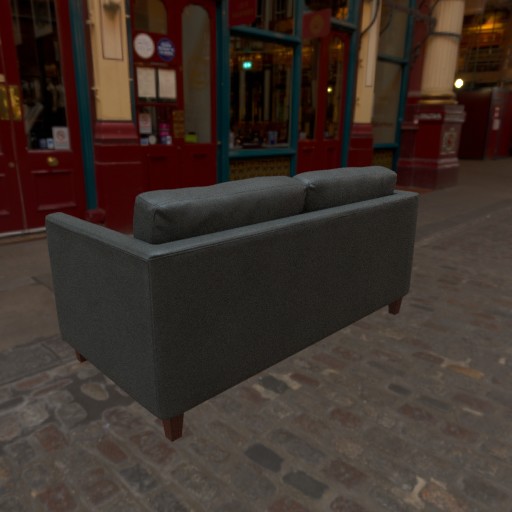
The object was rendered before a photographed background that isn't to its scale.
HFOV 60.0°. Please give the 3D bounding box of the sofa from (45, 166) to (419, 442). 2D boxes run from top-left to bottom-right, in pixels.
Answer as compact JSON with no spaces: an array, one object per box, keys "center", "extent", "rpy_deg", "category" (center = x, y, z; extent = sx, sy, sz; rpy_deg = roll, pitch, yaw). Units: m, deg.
[{"center":[0.000,0.000,2.431],"extent":[1.883,0.933,0.951],"rpy_deg":[-16,23,-42],"category":"sofa"}]
